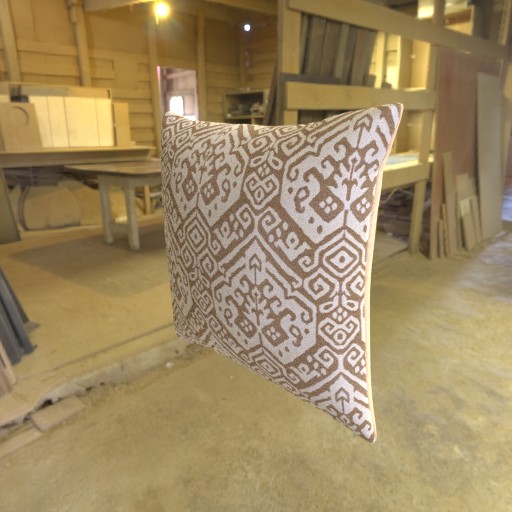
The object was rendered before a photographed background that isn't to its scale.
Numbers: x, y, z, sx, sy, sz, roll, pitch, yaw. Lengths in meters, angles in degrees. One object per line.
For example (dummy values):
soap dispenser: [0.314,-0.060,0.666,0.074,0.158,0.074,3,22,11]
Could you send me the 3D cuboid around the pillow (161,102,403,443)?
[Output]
pillow: [0.000,0.000,0.642,0.419,0.407,0.173,16,23,42]
